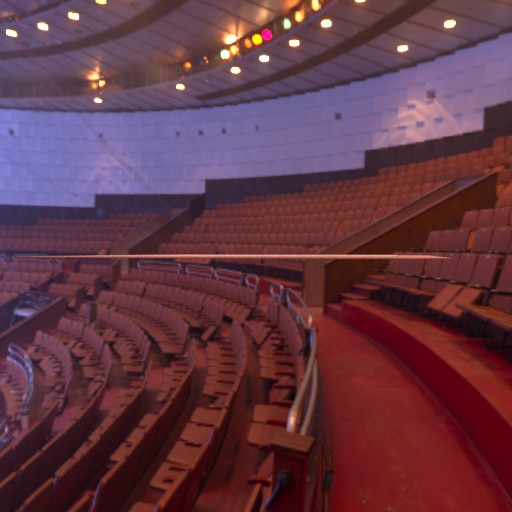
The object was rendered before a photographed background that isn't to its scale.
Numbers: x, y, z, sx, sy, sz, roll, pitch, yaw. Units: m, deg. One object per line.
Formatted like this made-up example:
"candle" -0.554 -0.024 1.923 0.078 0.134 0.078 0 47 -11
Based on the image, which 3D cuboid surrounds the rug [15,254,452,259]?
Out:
"rug" 0.000 0.000 4.039 3.048 0.014 2.438 0 0 18
